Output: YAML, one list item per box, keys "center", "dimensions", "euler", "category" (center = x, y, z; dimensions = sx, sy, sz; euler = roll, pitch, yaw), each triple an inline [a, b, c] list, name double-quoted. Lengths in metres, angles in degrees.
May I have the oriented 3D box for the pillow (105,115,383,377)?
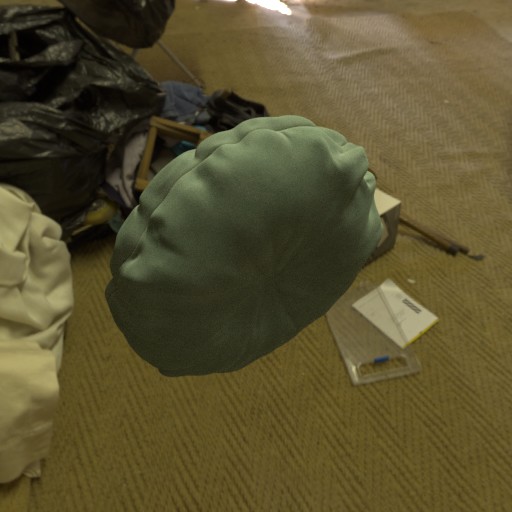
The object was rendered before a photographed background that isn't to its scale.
- center: [0.000, 0.000, 0.645]
  dimensions: [0.428, 0.407, 0.148]
  euler: [-23, 50, -21]
  category: "pillow"
